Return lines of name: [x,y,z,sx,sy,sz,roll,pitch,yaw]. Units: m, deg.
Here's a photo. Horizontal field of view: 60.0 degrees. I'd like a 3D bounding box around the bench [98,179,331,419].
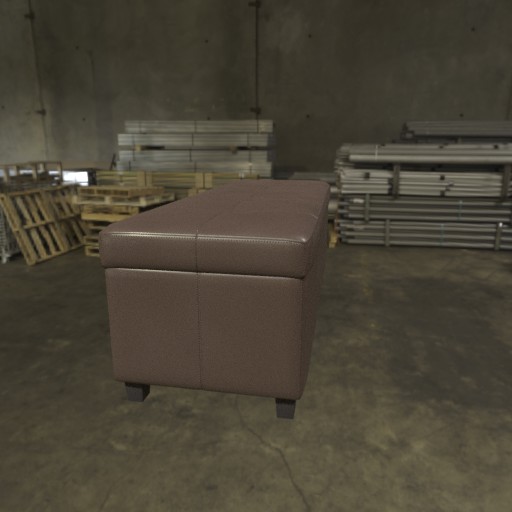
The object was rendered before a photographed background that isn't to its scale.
bench: [0.000,0.000,1.474,0.450,0.417,1.219,3,15,11]
